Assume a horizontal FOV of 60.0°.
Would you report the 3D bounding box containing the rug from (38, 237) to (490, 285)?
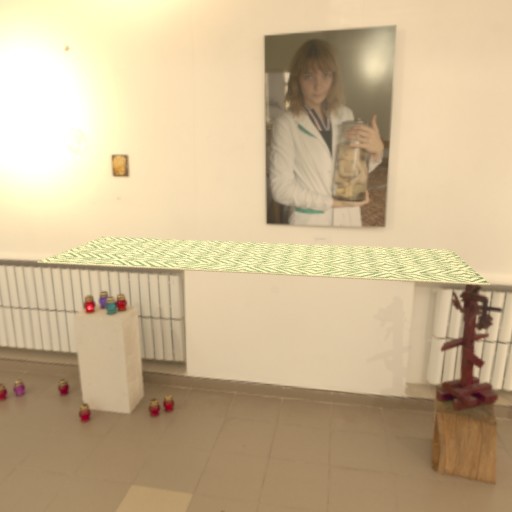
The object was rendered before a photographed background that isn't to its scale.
[{"bbox_3d":[0.000,0.000,2.707,2.435,0.009,0.750,2,14,10],"label":"rug"}]
